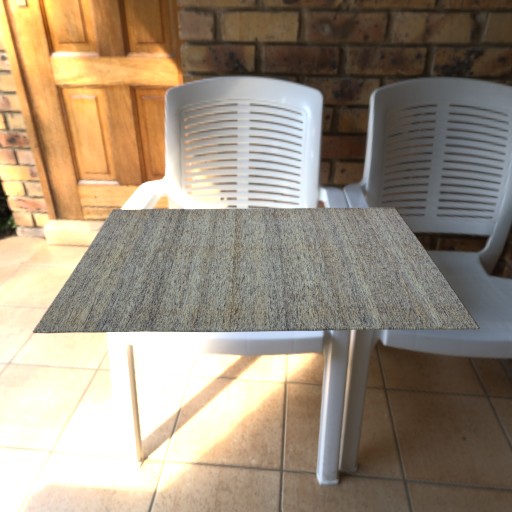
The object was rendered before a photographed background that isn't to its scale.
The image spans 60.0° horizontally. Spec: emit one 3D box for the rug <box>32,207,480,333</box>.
[{"bbox_3d":[0.000,0.000,2.357,1.846,0.014,1.243,0,30,-1],"label":"rug"}]
